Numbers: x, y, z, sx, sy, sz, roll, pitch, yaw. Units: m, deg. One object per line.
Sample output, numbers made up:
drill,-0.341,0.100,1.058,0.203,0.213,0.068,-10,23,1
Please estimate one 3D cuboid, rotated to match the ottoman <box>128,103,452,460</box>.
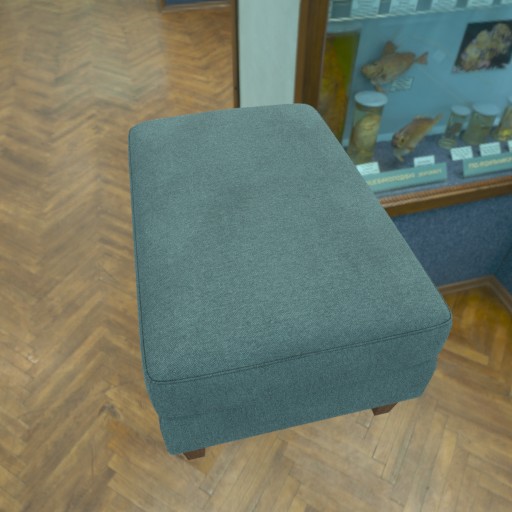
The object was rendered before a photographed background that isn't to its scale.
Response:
ottoman,0.000,0.000,1.165,0.584,0.483,0.864,-10,47,-9
